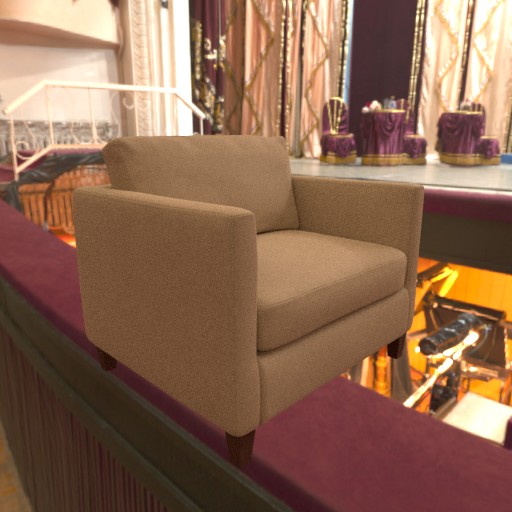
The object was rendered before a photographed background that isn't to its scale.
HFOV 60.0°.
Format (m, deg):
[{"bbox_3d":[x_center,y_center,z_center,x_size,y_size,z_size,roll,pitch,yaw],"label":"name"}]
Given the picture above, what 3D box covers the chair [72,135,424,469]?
[{"bbox_3d":[0.000,0.000,1.809,0.959,0.961,1.107,14,20,43],"label":"chair"}]
